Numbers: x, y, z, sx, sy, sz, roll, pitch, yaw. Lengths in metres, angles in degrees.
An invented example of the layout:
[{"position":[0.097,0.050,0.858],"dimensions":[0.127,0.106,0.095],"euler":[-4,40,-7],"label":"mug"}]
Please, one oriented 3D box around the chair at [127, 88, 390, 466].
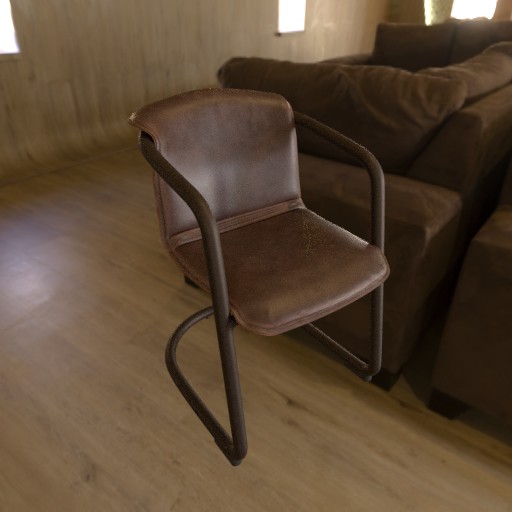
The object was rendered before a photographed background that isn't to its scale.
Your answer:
[{"position":[0.000,0.000,1.259],"dimensions":[0.536,0.836,0.664],"euler":[-20,35,-31],"label":"chair"}]
